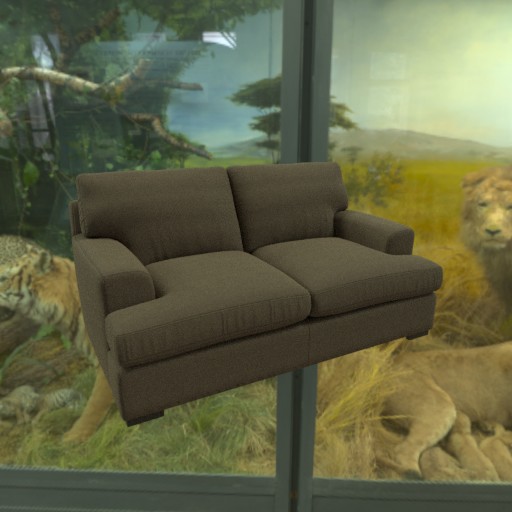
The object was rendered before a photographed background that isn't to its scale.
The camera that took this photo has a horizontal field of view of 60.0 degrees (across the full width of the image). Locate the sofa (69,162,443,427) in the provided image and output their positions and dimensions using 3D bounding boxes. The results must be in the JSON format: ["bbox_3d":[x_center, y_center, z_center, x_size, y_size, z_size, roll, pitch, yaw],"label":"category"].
[{"bbox_3d":[0.000,0.000,2.517,1.869,0.950,1.140,-9,19,-27],"label":"sofa"}]
